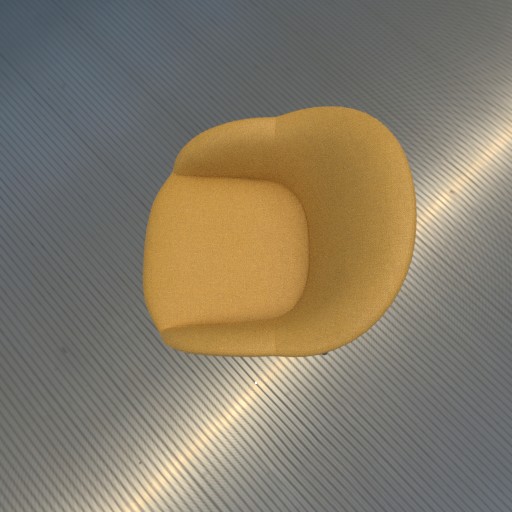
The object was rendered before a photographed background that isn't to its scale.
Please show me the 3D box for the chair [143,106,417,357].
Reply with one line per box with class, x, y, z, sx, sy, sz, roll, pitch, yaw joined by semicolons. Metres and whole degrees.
chair;0.000;0.000;1.182;0.583;0.793;0.551;1;74;0
